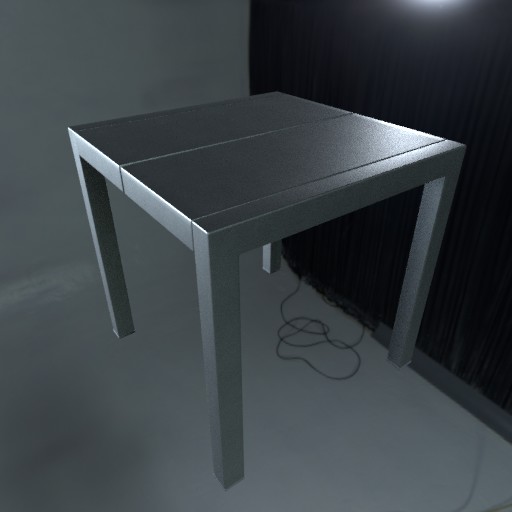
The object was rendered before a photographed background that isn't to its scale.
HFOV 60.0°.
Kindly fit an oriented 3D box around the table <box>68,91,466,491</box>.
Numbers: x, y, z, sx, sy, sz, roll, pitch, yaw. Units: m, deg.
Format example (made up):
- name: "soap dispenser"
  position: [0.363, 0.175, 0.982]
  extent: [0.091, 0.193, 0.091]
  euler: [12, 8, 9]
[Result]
- name: "table"
  position: [0.000, 0.000, 0.923]
  extent: [0.508, 0.508, 0.508]
  euler: [-22, 38, -30]
